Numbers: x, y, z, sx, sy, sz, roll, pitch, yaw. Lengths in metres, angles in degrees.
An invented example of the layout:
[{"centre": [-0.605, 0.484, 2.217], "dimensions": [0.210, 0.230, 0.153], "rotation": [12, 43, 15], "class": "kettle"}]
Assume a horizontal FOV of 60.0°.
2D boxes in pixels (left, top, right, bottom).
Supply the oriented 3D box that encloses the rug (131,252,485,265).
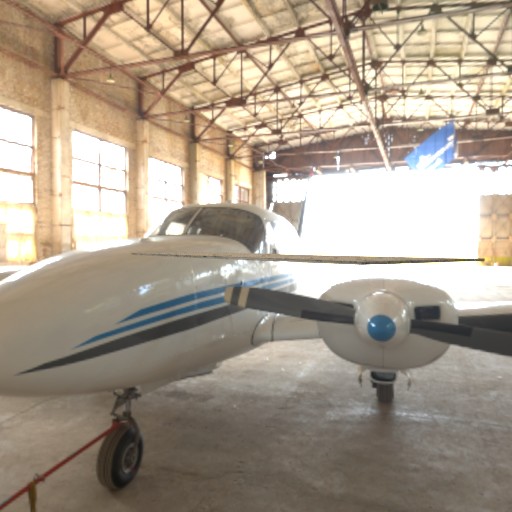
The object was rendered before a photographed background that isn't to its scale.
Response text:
[{"centre": [0.000, 0.000, 2.717], "dimensions": [0.770, 0.013, 2.434], "rotation": [-1, 1, -34], "class": "rug"}]
